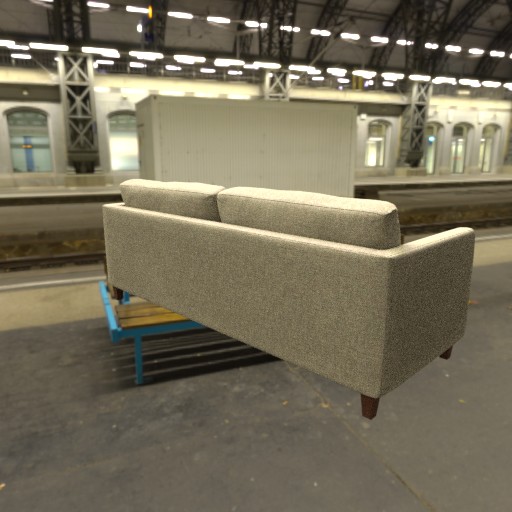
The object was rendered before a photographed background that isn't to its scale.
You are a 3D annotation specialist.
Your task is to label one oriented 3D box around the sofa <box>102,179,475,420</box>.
[{"bbox_3d":[0.000,0.000,2.919,2.434,0.951,0.948,13,19,43],"label":"sofa"}]
